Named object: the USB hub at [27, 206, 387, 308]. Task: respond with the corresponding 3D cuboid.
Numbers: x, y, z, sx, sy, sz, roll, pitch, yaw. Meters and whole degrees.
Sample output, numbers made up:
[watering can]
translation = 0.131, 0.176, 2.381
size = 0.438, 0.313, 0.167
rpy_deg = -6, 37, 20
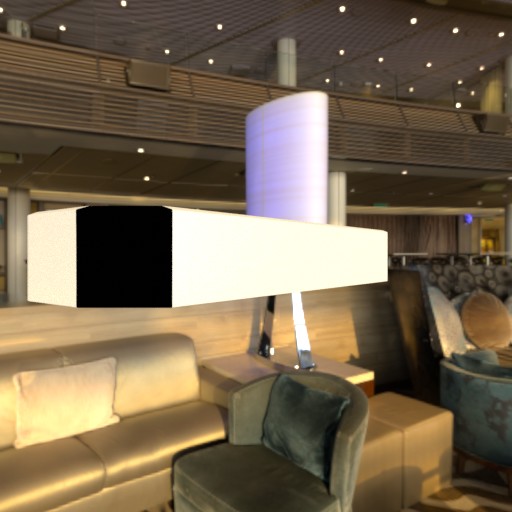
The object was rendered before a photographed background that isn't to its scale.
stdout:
[USB hub]
translation = 0.000, 0.000, 0.160
size = 0.044, 0.023, 0.145
rpy_deg = 0, 0, 38
